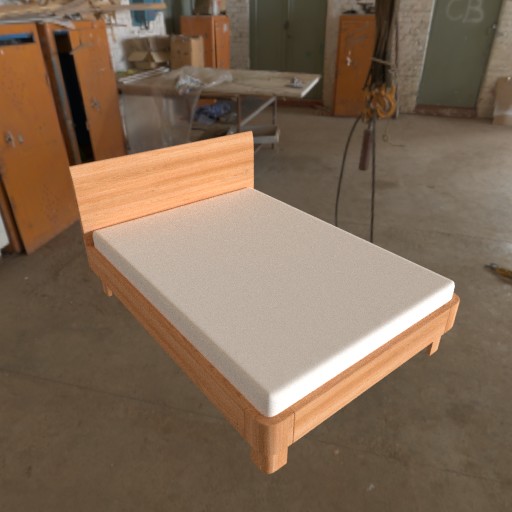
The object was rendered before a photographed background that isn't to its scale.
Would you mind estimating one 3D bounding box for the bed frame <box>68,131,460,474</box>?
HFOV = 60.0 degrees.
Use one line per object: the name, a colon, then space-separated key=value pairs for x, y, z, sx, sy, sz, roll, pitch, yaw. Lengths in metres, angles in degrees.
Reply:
bed frame: x=0.000 y=0.000 z=2.767 sx=1.472 sy=0.940 sz=1.992 roll=-21 pitch=36 yaw=-33
